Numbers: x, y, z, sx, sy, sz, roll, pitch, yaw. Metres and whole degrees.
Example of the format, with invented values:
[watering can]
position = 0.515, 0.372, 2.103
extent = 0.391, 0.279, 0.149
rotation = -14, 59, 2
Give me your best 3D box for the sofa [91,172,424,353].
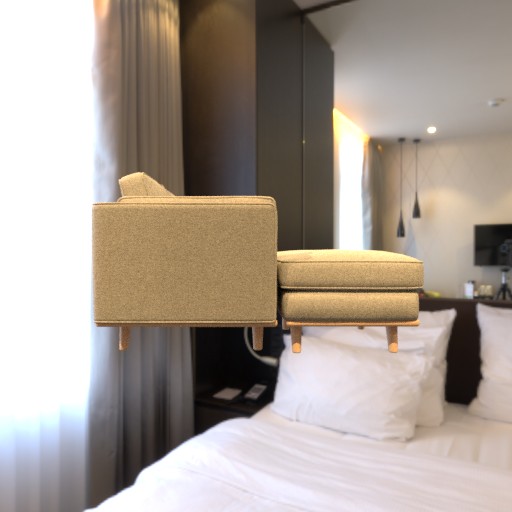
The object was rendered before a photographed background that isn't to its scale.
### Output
[sofa]
position = 0.000, 0.000, 3.254
extent = 1.604, 0.929, 2.411
rotation = 0, 1, -1
